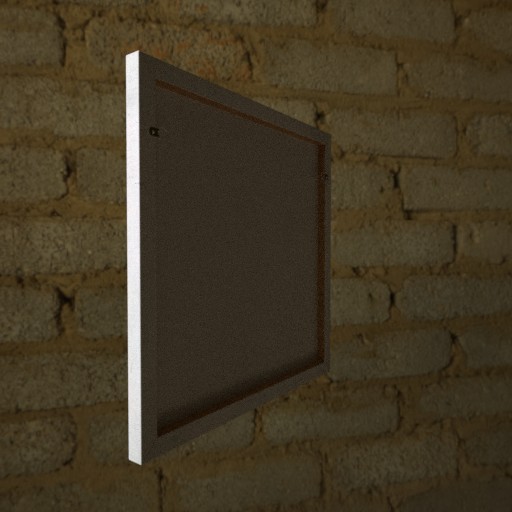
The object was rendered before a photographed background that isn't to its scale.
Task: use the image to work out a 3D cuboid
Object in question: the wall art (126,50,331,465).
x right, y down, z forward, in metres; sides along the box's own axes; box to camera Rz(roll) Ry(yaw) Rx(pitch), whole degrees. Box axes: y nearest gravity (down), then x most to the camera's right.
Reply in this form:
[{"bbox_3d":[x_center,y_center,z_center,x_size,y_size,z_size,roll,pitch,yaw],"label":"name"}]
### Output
[{"bbox_3d":[0.000,0.000,1.128,0.041,0.762,0.762,1,2,36],"label":"wall art"}]
